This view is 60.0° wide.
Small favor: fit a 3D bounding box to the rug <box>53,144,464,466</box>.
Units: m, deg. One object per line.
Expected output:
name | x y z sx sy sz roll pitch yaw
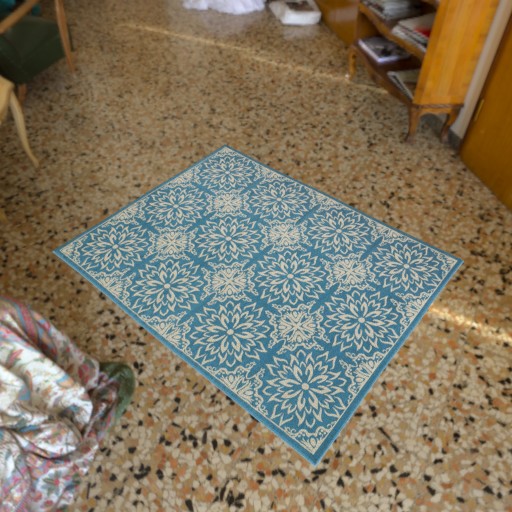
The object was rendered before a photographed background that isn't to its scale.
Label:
rug | 0.000 0.000 4.067 2.964 0.018 2.350 32 54 26
